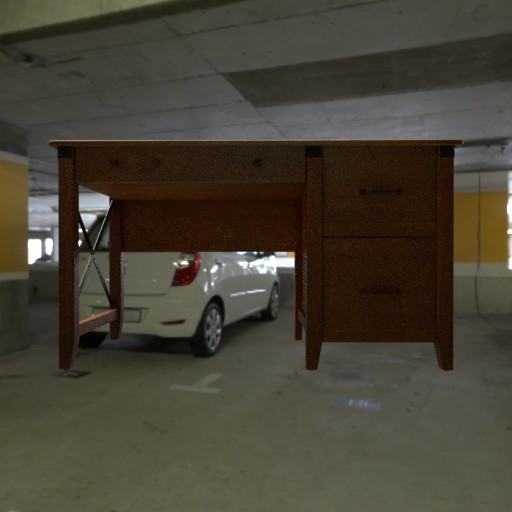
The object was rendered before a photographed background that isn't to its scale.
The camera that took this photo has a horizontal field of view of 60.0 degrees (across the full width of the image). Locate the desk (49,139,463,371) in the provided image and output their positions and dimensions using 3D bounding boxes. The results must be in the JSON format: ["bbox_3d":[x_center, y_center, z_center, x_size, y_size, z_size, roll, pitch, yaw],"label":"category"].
[{"bbox_3d":[0.000,0.000,1.722,1.353,0.756,0.574,0,0,1],"label":"desk"}]
